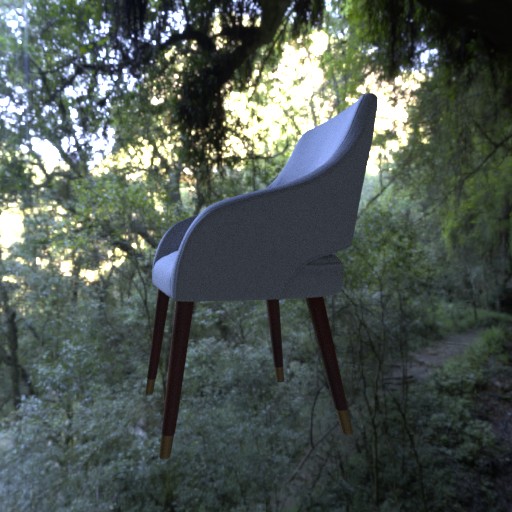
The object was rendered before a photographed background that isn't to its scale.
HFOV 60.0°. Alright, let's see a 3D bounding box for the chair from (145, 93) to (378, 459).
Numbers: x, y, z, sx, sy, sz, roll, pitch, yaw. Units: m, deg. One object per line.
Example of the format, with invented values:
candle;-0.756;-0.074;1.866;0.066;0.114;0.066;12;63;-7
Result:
chair;0.000;0.000;1.294;0.600;0.889;0.609;0;0;-18
